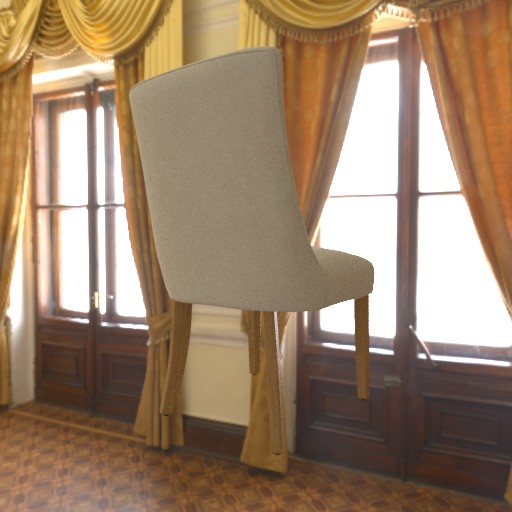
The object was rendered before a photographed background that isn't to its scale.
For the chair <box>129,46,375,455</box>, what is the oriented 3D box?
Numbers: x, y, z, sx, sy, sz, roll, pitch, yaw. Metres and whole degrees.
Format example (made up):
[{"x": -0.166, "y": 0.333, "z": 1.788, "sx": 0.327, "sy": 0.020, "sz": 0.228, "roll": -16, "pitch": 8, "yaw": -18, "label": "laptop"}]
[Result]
[{"x": 0.000, "y": 0.000, "z": 1.265, "sx": 0.495, "sy": 0.902, "sz": 0.610, "roll": 2, "pitch": 3, "yaw": 36, "label": "chair"}]
